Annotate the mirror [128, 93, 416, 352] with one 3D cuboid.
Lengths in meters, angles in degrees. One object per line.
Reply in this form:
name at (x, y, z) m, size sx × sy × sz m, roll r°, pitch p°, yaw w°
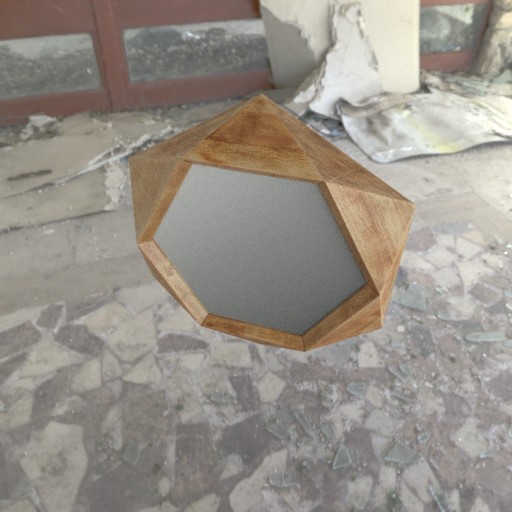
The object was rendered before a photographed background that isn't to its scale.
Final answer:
mirror at (0.000, 0.000, 1.098) m, size 0.675 × 0.779 × 0.091 m, roll 12°, pitch 42°, yaw 13°
